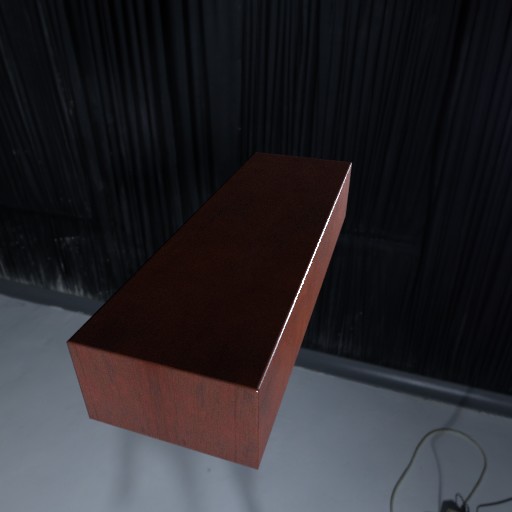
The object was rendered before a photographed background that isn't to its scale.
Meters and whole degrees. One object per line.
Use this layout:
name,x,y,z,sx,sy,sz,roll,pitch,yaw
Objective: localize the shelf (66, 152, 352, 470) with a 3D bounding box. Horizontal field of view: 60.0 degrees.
shelf,0.000,0.000,0.523,0.152,0.088,0.457,10,33,15
